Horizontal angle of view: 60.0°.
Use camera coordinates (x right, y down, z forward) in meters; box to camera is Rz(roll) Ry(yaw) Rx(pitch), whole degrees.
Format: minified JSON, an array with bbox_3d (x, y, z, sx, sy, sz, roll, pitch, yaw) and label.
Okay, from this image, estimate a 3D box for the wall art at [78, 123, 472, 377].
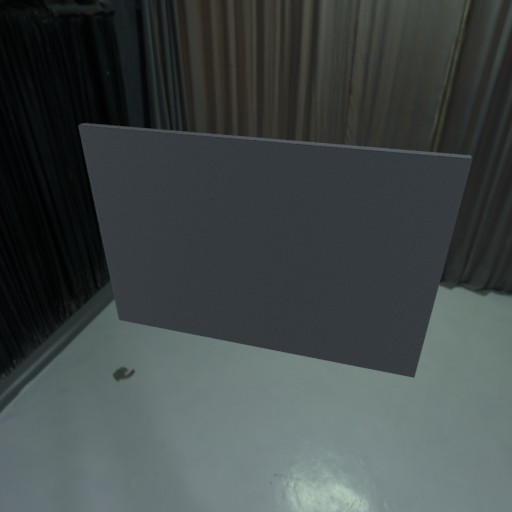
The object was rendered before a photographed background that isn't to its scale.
[{"bbox_3d":[0.000,0.000,1.236,0.964,0.659,0.049,9,33,15],"label":"wall art"}]
